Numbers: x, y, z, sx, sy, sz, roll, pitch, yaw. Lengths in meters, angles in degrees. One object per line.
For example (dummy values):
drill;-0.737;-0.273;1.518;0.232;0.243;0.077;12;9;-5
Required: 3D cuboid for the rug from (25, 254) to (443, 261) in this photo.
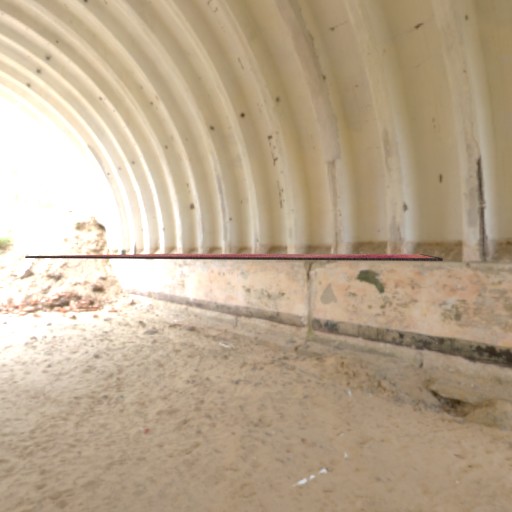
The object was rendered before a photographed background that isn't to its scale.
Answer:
rug;0.000;0.000;4.148;3.032;0.020;2.411;0;1;18
